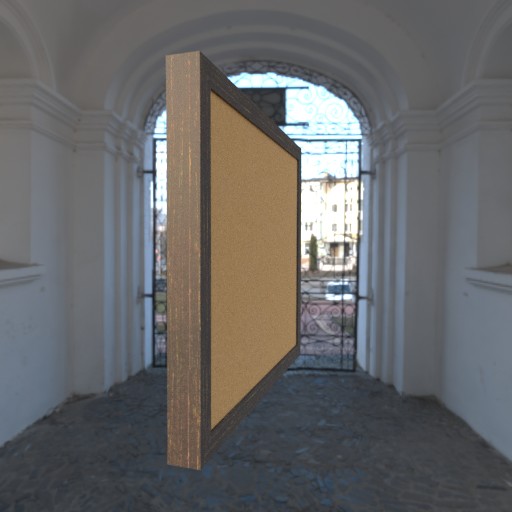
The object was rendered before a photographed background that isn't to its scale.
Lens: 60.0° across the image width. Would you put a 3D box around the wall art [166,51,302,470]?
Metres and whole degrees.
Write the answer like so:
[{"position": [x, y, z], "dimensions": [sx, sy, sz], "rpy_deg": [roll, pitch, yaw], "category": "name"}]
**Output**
[{"position": [0.000, 0.000, 0.535], "dimensions": [0.031, 0.330, 0.381], "rpy_deg": [1, 2, 18], "category": "wall art"}]
